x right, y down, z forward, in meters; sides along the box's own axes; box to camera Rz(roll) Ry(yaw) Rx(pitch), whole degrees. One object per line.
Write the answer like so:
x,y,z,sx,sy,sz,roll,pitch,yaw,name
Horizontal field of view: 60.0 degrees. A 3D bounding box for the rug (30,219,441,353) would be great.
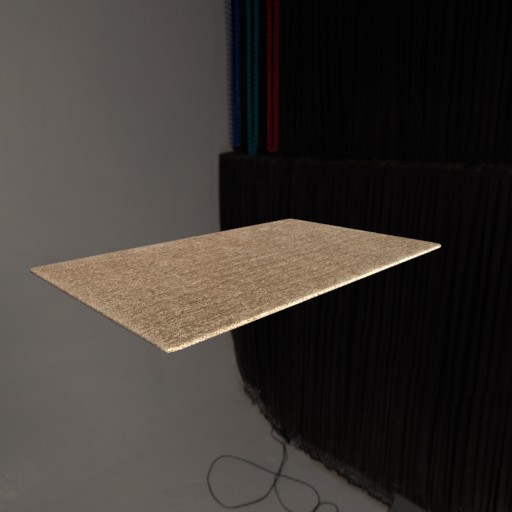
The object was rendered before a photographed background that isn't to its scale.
0.000,0.000,3.059,2.469,0.024,1.539,-14,21,-43,rug
